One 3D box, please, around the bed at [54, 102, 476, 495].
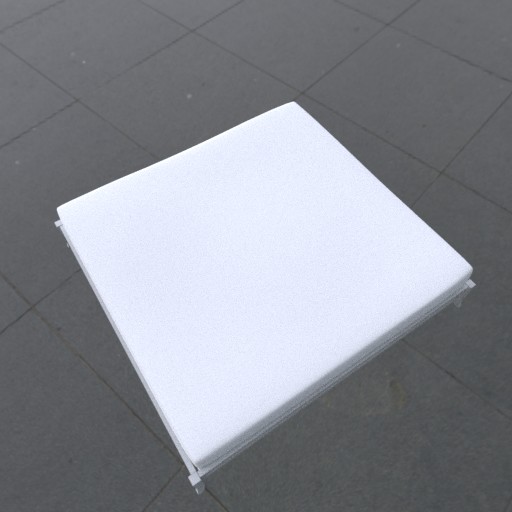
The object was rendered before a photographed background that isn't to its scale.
[{"bbox_3d":[0.000,0.000,3.014,2.108,0.510,2.007,-29,63,-17],"label":"bed"}]
